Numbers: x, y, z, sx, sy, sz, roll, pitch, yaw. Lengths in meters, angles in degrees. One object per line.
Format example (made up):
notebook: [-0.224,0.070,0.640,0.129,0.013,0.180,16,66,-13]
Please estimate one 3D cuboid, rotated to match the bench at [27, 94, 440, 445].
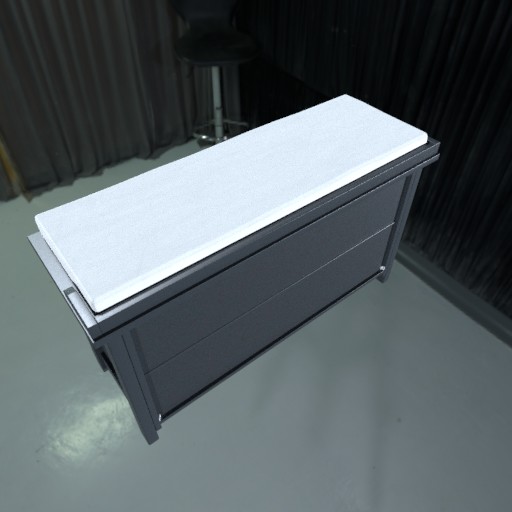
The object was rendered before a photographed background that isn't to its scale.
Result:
bench: [0.000,0.000,1.217,0.973,0.561,0.345,-29,51,-26]
